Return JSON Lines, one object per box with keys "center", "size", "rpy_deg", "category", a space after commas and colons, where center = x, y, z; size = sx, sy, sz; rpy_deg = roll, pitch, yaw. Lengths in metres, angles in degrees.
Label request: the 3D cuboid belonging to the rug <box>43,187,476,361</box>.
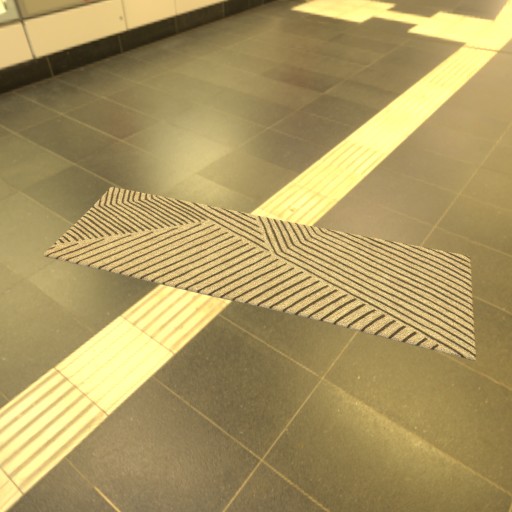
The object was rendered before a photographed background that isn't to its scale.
{"center": [0.000, 0.000, 2.647], "size": [2.439, 0.020, 0.773], "rpy_deg": [12, 44, 13], "category": "rug"}
